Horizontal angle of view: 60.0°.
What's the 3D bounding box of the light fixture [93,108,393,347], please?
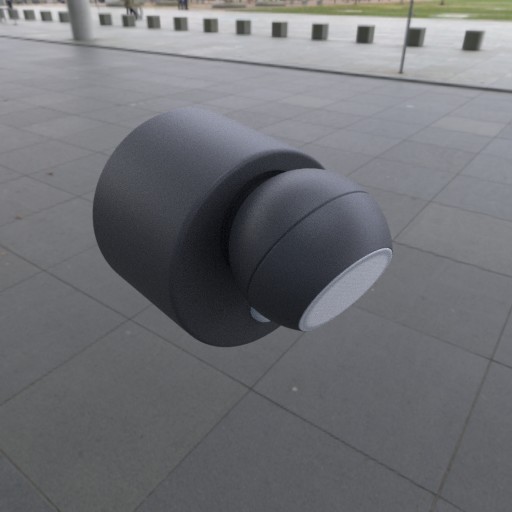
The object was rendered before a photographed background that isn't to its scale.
[{"bbox_3d":[0.000,0.000,0.264,0.134,0.143,0.160,-22,38,-32],"label":"light fixture"}]
